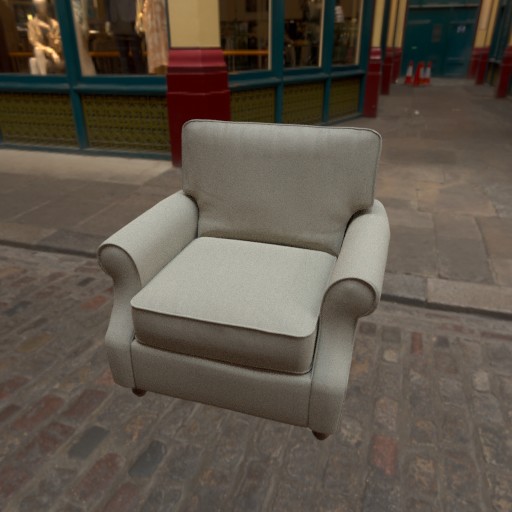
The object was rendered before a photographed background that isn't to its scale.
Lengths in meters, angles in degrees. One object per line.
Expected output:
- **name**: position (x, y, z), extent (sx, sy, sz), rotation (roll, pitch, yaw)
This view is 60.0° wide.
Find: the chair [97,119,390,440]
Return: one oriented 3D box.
- **chair**: position (0.000, 0.000, 1.813), extent (1.029, 0.967, 0.966), rotation (8, 27, 15)
